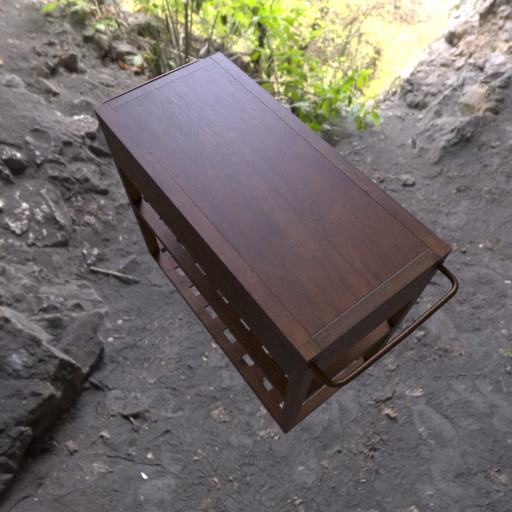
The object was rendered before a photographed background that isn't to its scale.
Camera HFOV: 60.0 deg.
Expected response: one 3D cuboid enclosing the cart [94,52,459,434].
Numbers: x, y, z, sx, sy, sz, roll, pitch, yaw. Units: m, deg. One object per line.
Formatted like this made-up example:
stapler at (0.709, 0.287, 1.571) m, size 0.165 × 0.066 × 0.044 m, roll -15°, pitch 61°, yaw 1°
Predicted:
cart at (0.000, 0.000, 1.470) m, size 0.445 × 0.830 × 1.065 m, roll -33°, pitch 64°, yaw -19°
